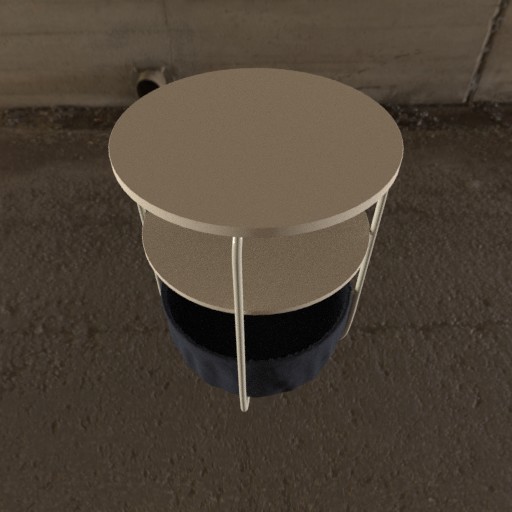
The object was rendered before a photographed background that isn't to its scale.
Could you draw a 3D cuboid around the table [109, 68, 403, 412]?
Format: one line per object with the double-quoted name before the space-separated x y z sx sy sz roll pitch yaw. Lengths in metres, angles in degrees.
"table" 0.000 0.000 0.838 0.418 0.532 0.418 -30 53 -25
